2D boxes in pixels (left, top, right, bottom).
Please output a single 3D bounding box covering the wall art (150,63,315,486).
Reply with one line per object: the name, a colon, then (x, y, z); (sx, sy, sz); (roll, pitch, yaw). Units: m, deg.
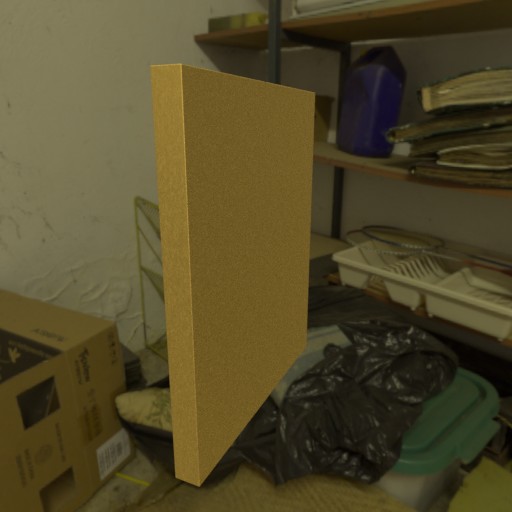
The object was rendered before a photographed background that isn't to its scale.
wall art: (0.000, 0.000, 0.880); (0.048, 0.642, 0.537); (7, 18, 24)
